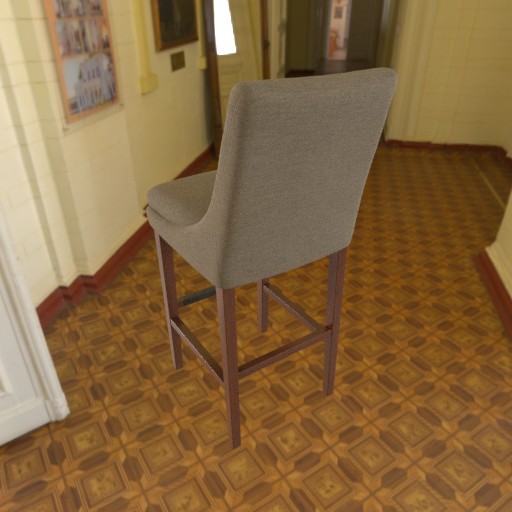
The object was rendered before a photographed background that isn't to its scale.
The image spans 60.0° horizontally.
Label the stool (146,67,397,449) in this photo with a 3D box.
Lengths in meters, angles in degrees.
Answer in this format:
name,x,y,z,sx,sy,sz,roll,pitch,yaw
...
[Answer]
name,x,y,z,sx,sy,sz,roll,pitch,yaw
stool,0.000,0.000,1.338,0.470,1.078,0.577,-18,34,-29
